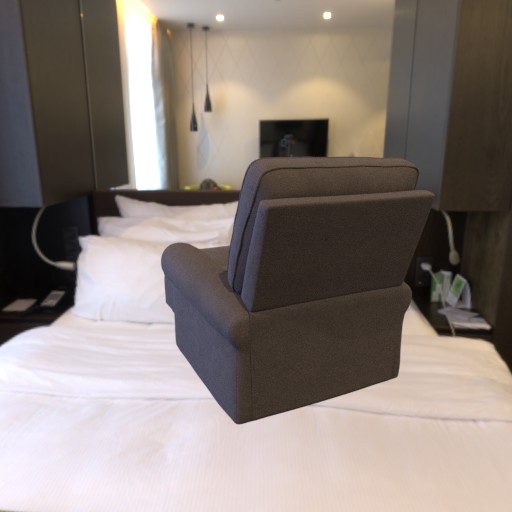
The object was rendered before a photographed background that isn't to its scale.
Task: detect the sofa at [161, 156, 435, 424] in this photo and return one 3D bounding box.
[{"bbox_3d":[0.000,0.000,2.125,0.880,0.959,1.478,-7,16,-26],"label":"sofa"}]
